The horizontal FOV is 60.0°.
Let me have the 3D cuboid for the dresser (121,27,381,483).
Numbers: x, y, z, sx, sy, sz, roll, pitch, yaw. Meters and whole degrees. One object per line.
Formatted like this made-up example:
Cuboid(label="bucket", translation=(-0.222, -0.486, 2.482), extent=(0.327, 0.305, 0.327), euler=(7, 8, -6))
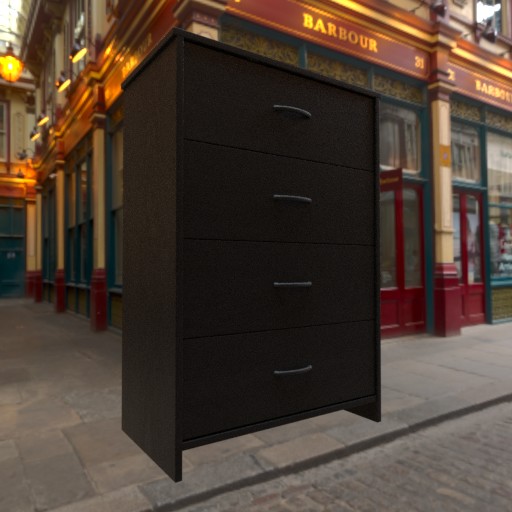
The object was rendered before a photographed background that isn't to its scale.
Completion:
Cuboid(label="dresser", translation=(0.000, 0.000, 1.336), extent=(0.700, 1.020, 0.398), euler=(1, -1, -34))
